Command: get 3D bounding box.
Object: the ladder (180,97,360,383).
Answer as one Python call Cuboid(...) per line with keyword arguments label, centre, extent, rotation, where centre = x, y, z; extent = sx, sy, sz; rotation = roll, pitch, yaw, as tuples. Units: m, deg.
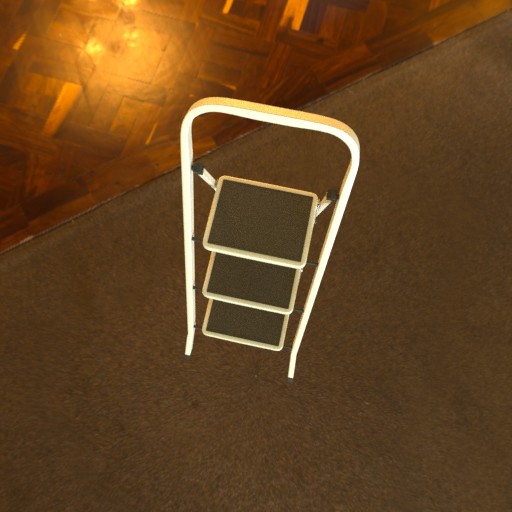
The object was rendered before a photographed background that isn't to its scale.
Cuboid(label="ladder", centre=(0.000, 0.000, 1.409), extent=(0.460, 1.050, 0.711), rotation=(12, 75, 3))
